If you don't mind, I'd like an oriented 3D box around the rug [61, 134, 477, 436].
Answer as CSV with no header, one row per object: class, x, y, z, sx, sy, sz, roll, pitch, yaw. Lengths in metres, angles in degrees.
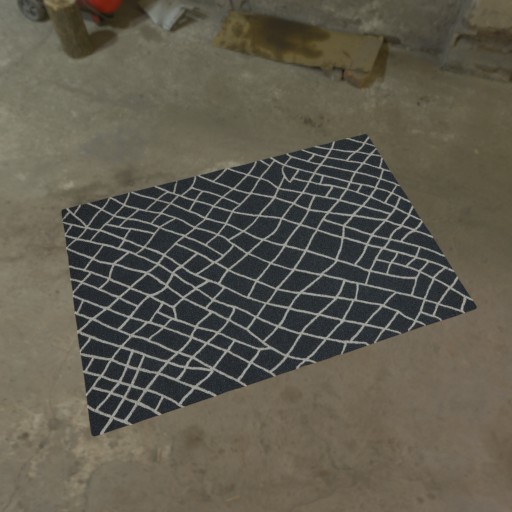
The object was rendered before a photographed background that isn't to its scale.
rug,0.000,0.000,2.262,1.830,0.013,1.223,-16,61,-9
